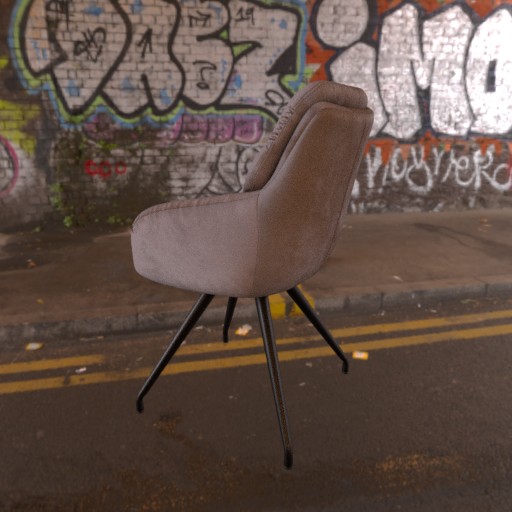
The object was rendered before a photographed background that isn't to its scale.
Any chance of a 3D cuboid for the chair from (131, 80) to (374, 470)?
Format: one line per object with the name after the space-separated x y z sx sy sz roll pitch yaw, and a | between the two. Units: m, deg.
0.000 0.000 1.249 0.569 0.888 0.579 9 19 26 | chair
